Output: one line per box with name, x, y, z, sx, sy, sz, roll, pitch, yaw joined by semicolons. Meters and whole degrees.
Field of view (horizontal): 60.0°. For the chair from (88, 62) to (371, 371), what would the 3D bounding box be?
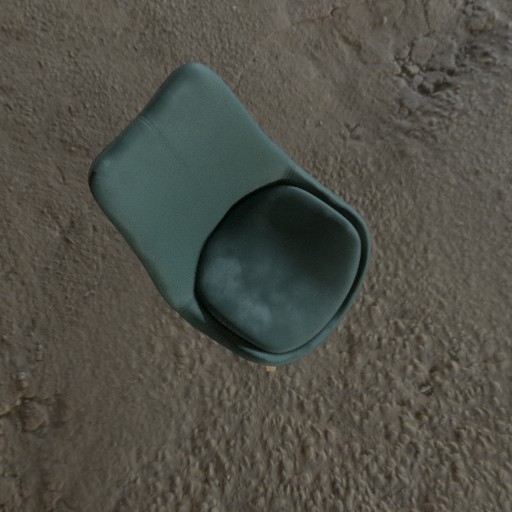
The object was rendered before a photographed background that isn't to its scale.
chair;0.000;0.000;1.169;0.547;0.865;0.483;36;79;8
